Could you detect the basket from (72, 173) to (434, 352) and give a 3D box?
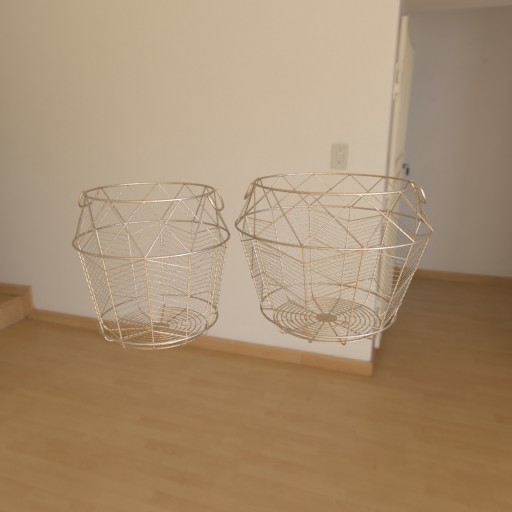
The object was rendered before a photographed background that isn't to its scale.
[{"bbox_3d":[0.000,0.000,1.039,0.805,0.343,0.451,-2,17,-6],"label":"basket"}]
